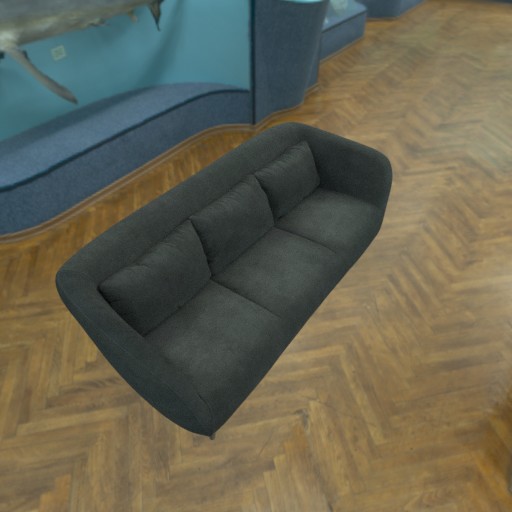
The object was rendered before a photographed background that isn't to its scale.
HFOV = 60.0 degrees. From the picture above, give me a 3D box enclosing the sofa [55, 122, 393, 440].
[{"bbox_3d":[0.000,0.000,2.769,0.956,0.875,2.296,25,46,26],"label":"sofa"}]
